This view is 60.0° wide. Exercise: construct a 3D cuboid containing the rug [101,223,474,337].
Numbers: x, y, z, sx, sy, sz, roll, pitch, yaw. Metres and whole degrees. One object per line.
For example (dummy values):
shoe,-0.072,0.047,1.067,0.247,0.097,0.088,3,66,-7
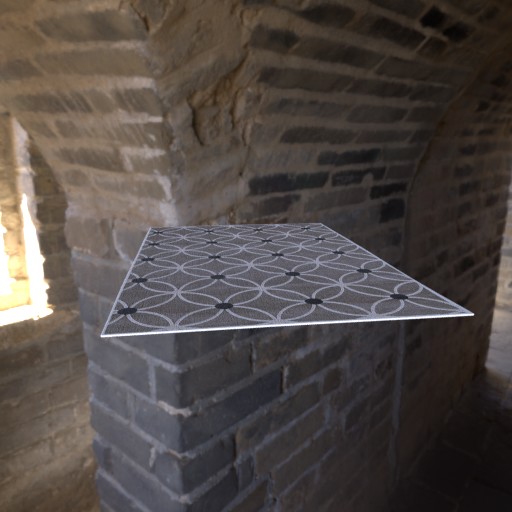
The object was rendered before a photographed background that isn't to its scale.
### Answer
rug,0.000,0.000,2.847,1.522,0.008,2.284,-2,14,-8
